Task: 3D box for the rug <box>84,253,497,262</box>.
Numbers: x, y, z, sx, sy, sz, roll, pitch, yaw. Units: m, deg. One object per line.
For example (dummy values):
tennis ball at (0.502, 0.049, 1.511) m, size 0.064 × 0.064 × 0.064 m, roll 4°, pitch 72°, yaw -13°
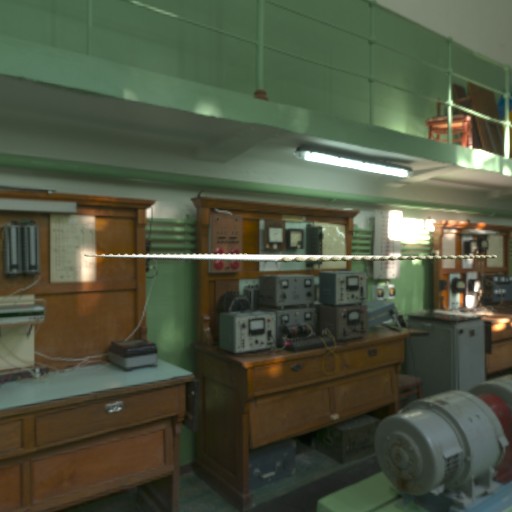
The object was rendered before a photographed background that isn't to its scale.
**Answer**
rug at (0.000, 0.000, 2.960) m, size 1.556 × 0.022 × 2.433 m, roll 0°, pitch 1°, yaw -37°
